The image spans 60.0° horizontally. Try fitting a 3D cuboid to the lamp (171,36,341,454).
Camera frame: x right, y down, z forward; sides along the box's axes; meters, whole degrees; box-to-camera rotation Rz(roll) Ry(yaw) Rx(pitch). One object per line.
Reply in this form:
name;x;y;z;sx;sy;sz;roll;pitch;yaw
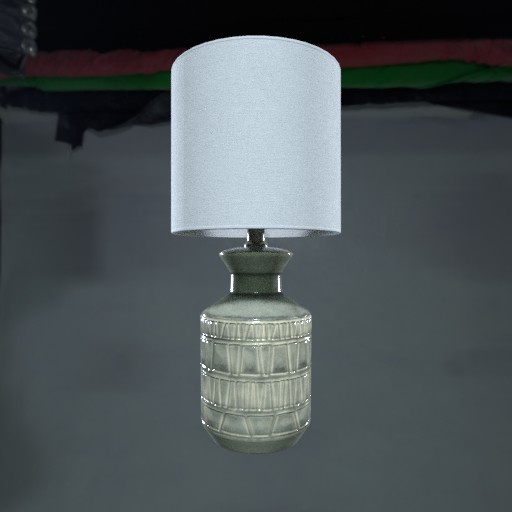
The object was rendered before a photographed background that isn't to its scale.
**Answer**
lamp;0.000;0.000;0.562;0.211;0.455;0.211;0;0;1
